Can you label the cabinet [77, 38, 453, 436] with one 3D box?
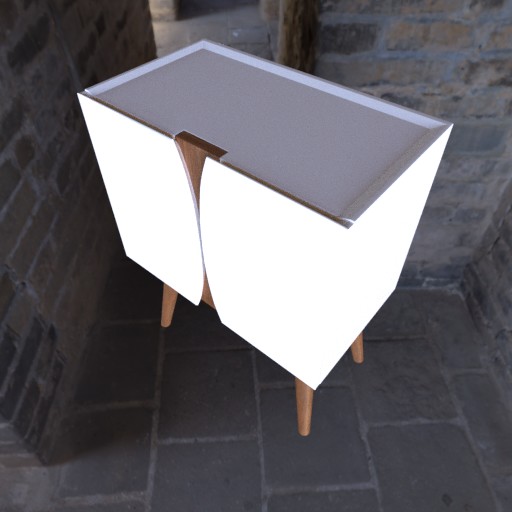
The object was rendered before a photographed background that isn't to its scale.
[{"bbox_3d":[0.000,0.000,1.072,0.591,0.772,0.344,31,54,26],"label":"cabinet"}]
